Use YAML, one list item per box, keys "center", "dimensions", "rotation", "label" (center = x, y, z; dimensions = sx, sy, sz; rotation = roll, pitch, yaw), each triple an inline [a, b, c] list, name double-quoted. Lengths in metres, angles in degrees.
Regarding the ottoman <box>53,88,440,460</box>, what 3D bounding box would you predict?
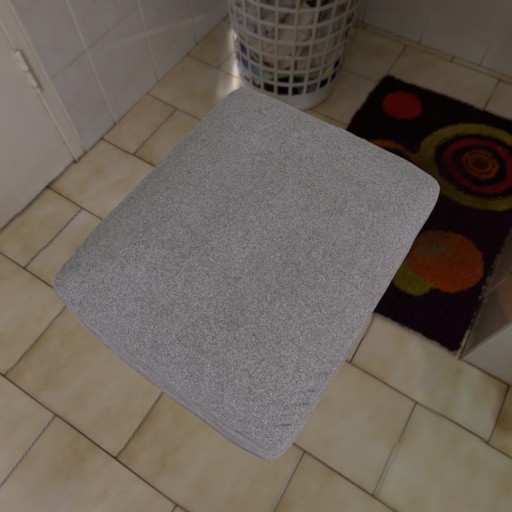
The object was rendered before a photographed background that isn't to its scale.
- center: [0.000, 0.000, 1.224]
  dimensions: [0.683, 0.481, 0.837]
  rotation: [31, 67, 15]
  label: "ottoman"
